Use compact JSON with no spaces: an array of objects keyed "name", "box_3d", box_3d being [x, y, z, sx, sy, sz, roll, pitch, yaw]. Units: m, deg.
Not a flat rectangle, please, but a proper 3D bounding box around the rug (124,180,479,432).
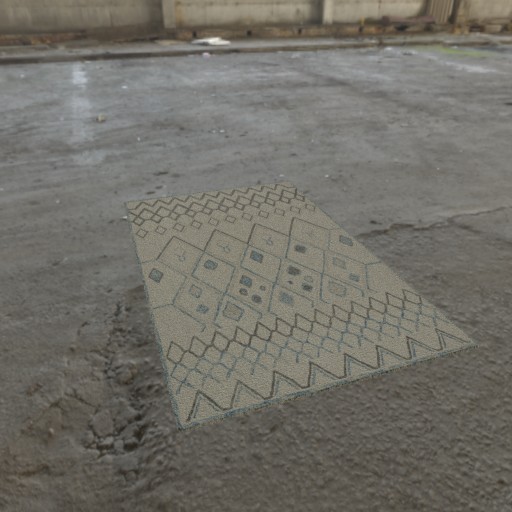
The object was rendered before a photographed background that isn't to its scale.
[{"name":"rug","box_3d":[0.000,0.000,2.994,1.524,0.015,2.439,-10,32,-17]}]
